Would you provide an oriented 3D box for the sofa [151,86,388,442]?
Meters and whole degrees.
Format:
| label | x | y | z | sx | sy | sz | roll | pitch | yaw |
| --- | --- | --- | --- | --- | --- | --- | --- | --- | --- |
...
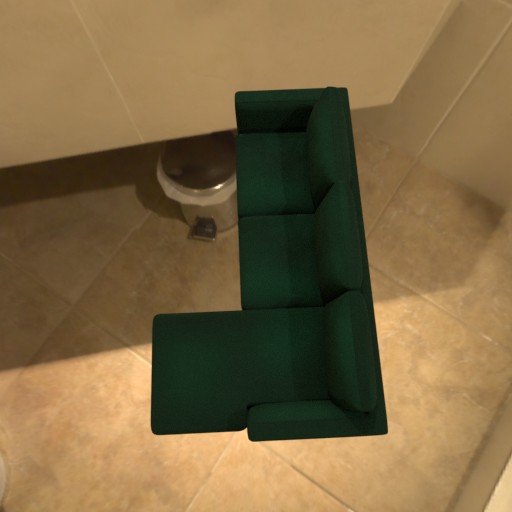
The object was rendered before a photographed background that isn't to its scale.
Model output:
| label | x | y | z | sx | sy | sz | roll | pitch | yaw |
| --- | --- | --- | --- | --- | --- | --- | --- | --- | --- |
| sofa | 0.000 | 0.000 | 3.205 | 1.489 | 1.007 | 2.441 | -3 | 74 | -1 |
